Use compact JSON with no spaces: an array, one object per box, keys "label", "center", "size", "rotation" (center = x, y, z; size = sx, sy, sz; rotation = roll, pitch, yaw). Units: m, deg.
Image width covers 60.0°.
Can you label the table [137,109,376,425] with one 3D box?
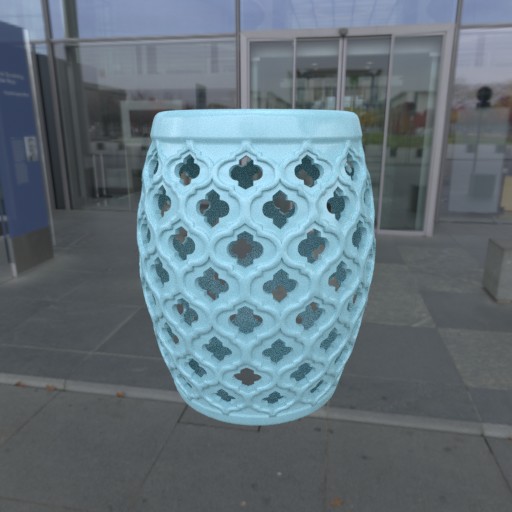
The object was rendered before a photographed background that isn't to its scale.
[{"label":"table","center":[0.000,0.000,0.630],"size":[0.325,0.388,0.325],"rotation":[0,16,0]}]
